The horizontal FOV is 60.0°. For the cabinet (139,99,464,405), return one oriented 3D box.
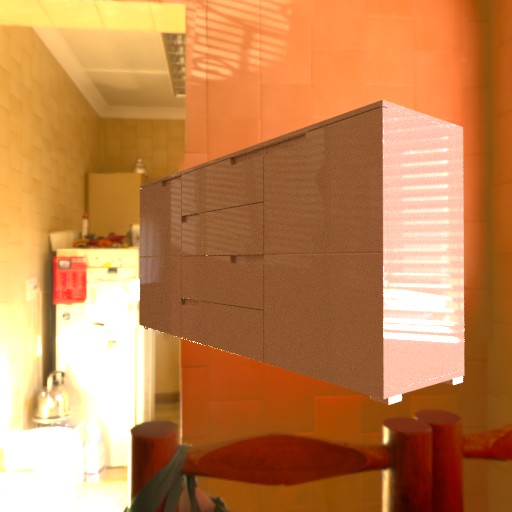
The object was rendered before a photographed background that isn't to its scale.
[{"bbox_3d":[0.000,0.000,1.935,0.400,0.800,1.650,0,-1,-37],"label":"cabinet"}]
